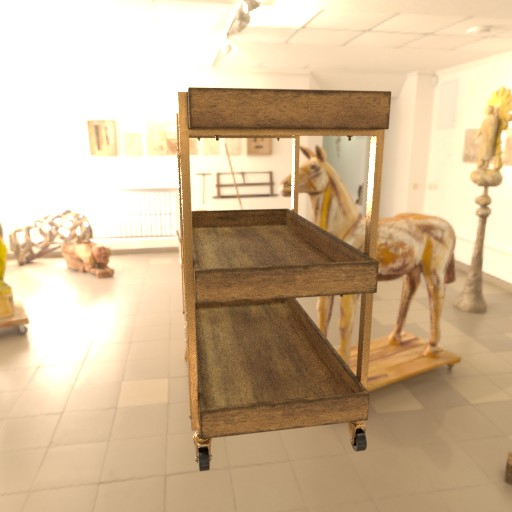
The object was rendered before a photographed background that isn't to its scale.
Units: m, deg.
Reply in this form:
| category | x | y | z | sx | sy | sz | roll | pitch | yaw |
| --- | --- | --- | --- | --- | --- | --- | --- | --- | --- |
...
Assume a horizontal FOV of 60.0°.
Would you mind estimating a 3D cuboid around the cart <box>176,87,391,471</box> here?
| category | x | y | z | sx | sy | sz | roll | pitch | yaw |
| --- | --- | --- | --- | --- | --- | --- | --- | --- | --- |
| cart | 0.000 | 0.000 | 1.240 | 0.416 | 0.799 | 0.750 | -3 | 15 | -10 |
